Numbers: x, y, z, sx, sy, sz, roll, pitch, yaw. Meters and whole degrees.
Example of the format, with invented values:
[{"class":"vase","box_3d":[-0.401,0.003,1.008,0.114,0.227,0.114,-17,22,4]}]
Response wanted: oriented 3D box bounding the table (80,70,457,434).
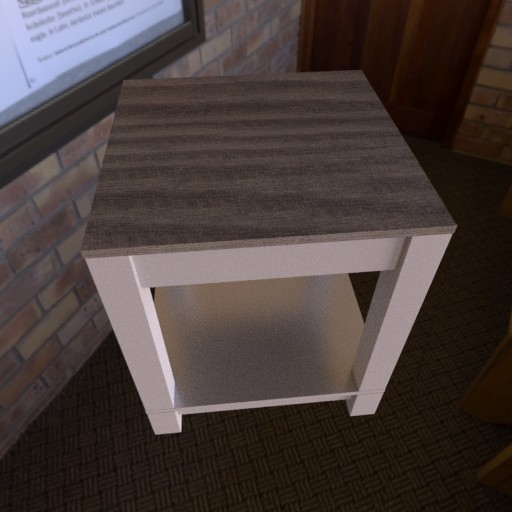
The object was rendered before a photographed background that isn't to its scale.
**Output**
[{"class":"table","box_3d":[0.000,0.000,0.977,0.506,0.587,0.504,-4,46,-4]}]
